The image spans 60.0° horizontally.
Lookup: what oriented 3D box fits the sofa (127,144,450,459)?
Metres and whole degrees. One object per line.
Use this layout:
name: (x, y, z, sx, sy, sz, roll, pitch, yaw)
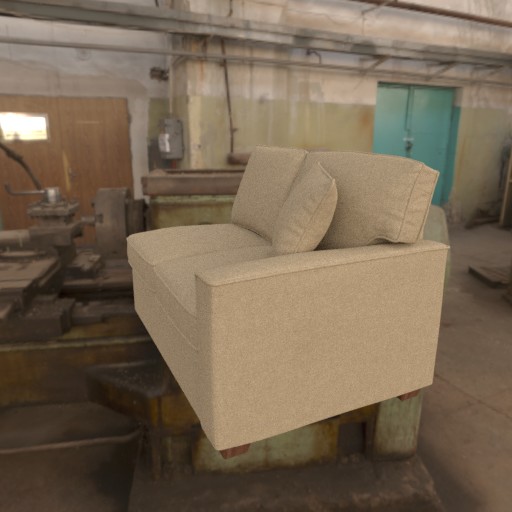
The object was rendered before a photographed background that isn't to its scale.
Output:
sofa: (0.000, 0.000, 2.100, 0.991, 0.989, 1.388, -7, 17, -25)
